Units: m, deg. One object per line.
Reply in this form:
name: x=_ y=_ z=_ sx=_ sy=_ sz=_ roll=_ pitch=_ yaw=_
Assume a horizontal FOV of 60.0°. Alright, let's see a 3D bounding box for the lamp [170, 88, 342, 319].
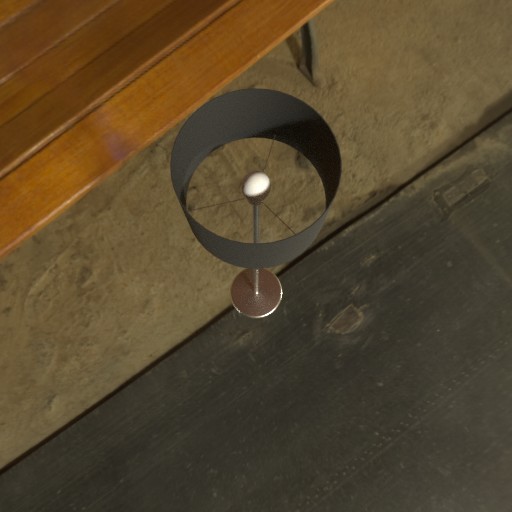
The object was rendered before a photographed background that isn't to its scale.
lamp: x=0.000 y=0.000 z=1.595 sx=0.348 sy=1.443 sz=0.348 roll=16 pitch=75 yaw=4
